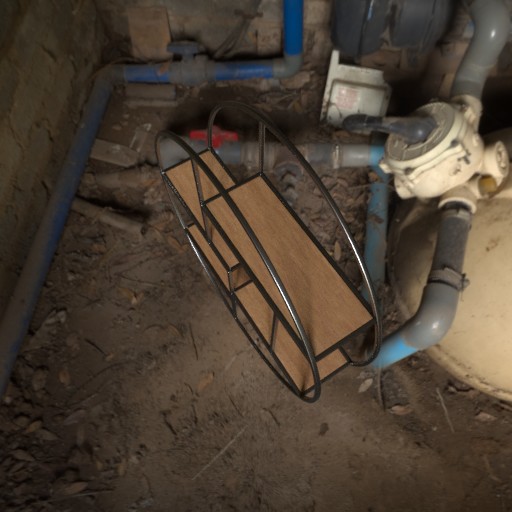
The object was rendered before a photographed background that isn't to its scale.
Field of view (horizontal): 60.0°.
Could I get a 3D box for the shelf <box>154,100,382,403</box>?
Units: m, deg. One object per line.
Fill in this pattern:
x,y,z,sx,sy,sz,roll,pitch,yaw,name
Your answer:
0.000,0.000,1.356,0.202,0.888,0.888,-30,67,-14,shelf
